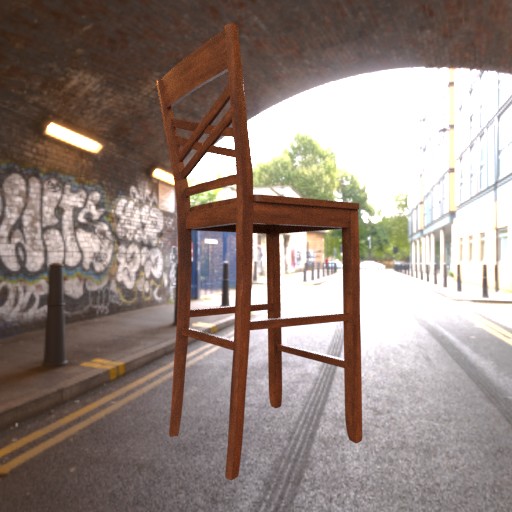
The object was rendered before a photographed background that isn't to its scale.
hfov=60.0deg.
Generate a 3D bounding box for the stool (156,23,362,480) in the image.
[{"bbox_3d":[0.000,0.000,1.353,0.487,1.105,0.433,0,-1,-36],"label":"stool"}]
